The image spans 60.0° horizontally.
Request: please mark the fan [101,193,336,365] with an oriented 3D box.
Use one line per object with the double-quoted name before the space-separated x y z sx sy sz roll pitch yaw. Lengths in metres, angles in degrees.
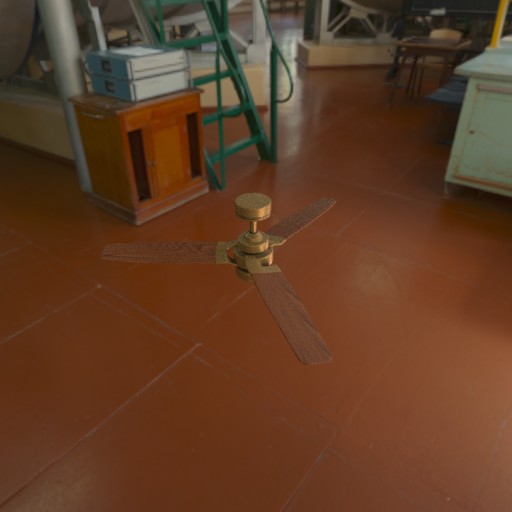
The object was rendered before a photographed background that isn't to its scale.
"fan" 0.000 0.000 2.093 1.416 0.425 1.271 -10 35 -15
